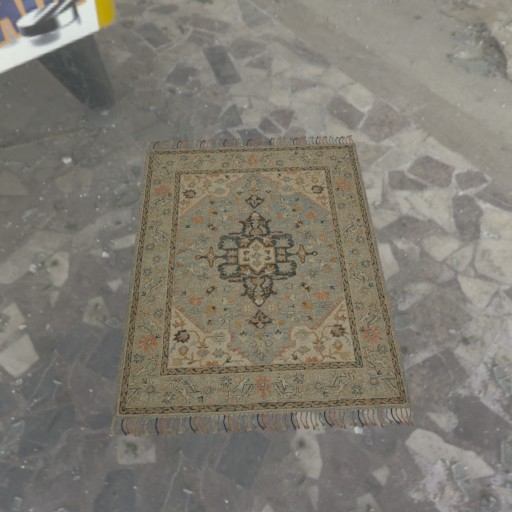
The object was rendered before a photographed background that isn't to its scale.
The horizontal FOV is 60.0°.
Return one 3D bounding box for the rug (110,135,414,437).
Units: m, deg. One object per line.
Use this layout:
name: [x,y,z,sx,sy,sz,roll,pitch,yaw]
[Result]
rug: [0.000,0.000,3.531,1.971,0.010,2.651,-2,58,-1]
